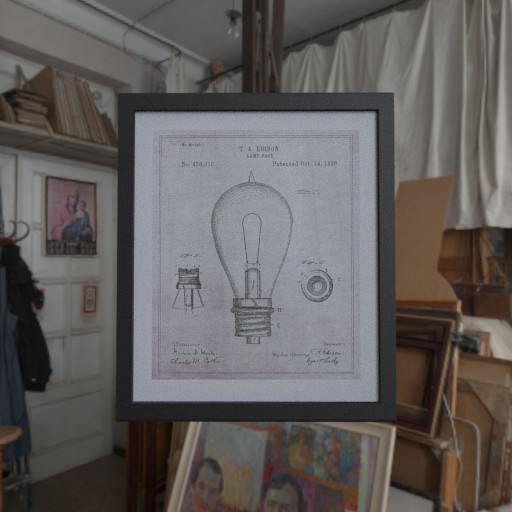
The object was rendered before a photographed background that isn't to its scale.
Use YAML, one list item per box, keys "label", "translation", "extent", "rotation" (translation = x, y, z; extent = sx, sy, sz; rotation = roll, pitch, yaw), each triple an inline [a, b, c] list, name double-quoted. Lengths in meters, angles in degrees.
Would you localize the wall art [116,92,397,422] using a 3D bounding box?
- label: "wall art"
  translation: [0.000, 0.000, 0.695]
  extent: [0.430, 0.509, 0.021]
  rotation: [0, -1, 0]
